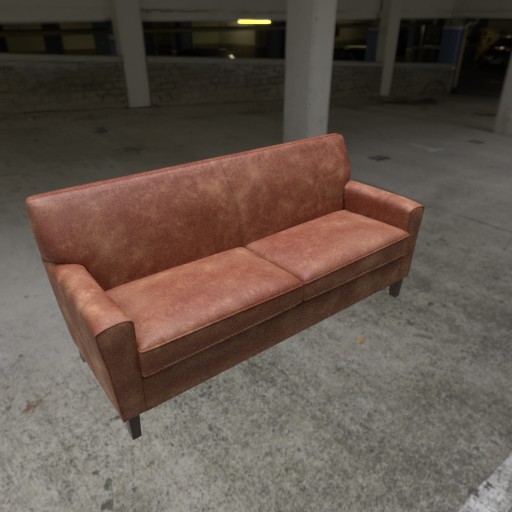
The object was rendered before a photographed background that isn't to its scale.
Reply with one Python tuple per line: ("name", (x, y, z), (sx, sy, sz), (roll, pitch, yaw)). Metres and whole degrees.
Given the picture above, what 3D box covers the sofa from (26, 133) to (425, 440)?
("sofa", (0.000, 0.000, 2.492), (2.053, 0.947, 0.805), (-20, 35, -32))
